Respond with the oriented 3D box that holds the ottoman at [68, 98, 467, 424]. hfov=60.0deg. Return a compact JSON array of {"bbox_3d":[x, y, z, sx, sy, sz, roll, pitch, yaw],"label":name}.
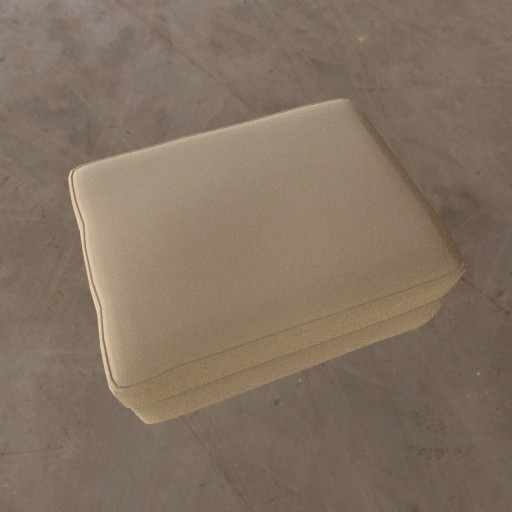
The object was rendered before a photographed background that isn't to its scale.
[{"bbox_3d":[0.000,0.000,1.210,0.818,0.485,0.634,-18,61,-10],"label":"ottoman"}]
